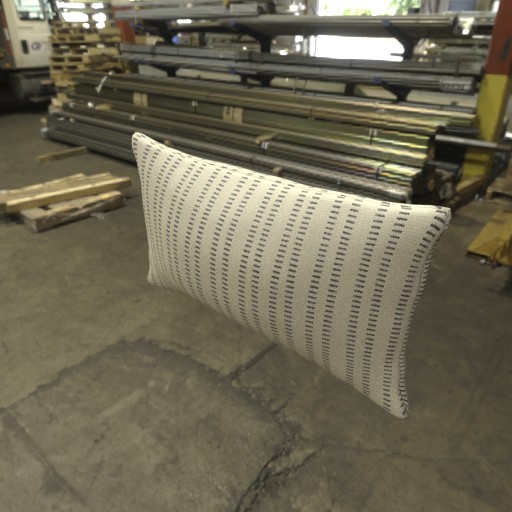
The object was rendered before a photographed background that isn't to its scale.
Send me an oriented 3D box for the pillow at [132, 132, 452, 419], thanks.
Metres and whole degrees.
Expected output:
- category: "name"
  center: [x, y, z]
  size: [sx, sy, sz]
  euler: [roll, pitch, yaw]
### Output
- category: "pillow"
  center: [0.000, 0.000, 0.802]
  size: [0.640, 0.353, 0.210]
  euler: [22, 35, 34]
